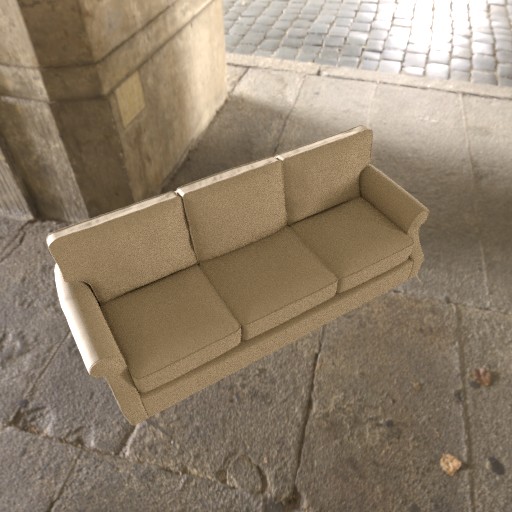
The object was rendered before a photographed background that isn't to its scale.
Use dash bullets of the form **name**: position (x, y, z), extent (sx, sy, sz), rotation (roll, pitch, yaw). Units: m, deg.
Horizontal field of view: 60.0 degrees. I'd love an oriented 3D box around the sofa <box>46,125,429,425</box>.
- **sofa**: position (0.000, 0.000, 2.869), extent (2.354, 0.948, 0.966), rotation (-23, 51, -21)
